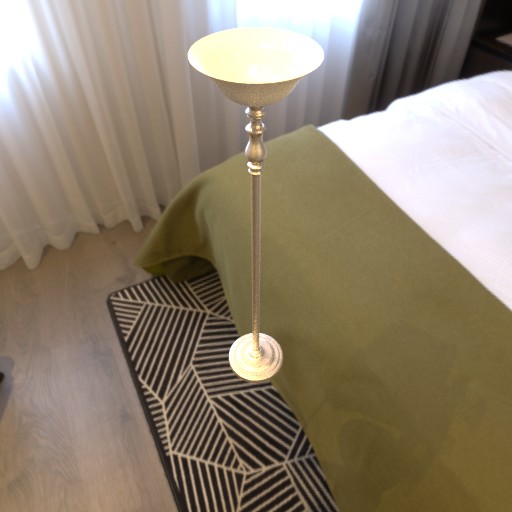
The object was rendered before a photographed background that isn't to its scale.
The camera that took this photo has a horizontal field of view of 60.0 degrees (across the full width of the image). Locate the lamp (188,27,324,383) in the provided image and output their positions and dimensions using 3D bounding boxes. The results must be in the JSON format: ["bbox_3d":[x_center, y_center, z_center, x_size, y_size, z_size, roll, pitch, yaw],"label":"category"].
[{"bbox_3d":[0.000,0.000,1.969,0.405,1.771,0.405,24,51,22],"label":"lamp"}]
